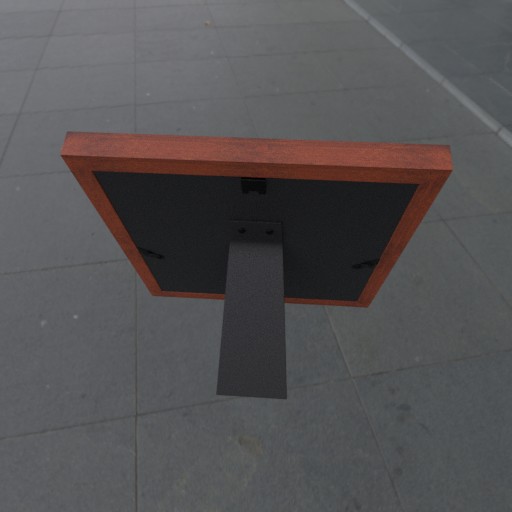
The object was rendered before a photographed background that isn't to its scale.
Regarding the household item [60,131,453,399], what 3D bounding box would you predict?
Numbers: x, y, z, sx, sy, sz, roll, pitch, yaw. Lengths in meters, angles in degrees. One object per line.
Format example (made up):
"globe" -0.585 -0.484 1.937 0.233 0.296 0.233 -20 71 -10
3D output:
"household item" 0.000 0.000 0.373 0.240 0.240 0.131 3 45 3
